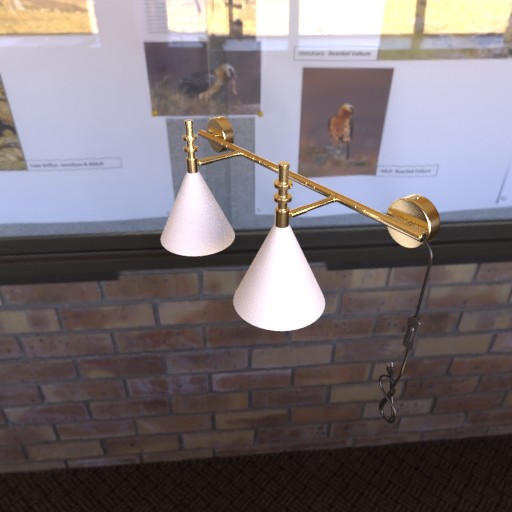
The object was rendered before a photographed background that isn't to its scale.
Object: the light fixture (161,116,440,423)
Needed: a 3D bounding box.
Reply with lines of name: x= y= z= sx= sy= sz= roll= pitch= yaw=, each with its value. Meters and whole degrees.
light fixture: x=0.000 y=0.000 z=0.860 sx=0.239 sy=0.468 sz=0.642 roll=-22 pitch=39 yaw=-30
